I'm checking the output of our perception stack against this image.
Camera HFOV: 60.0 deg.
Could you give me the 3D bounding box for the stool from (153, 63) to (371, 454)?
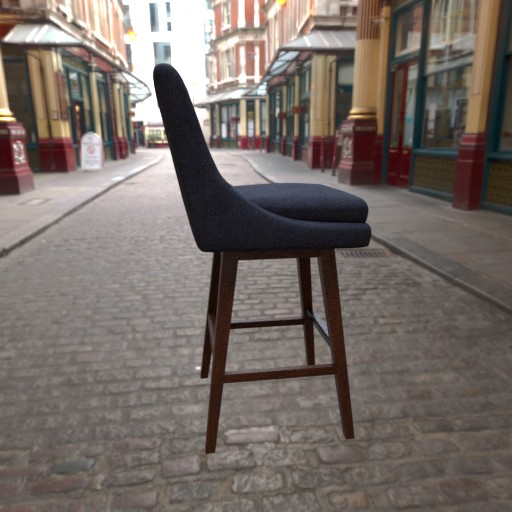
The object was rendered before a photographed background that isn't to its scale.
[{"bbox_3d":[0.000,0.000,1.404,0.572,1.068,0.489,-2,15,-8],"label":"stool"}]
